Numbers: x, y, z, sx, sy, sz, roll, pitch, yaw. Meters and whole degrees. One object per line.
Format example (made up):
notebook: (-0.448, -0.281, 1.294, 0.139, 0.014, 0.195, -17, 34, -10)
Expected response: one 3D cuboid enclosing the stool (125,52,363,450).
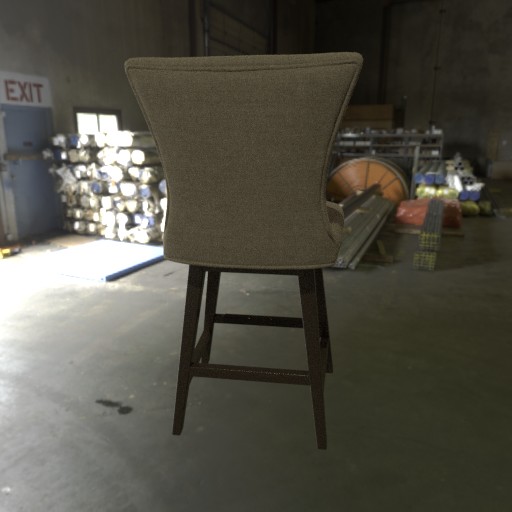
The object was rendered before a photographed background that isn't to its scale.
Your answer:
stool: (0.000, 0.000, 1.281, 0.514, 1.000, 0.574, 2, 15, 8)
